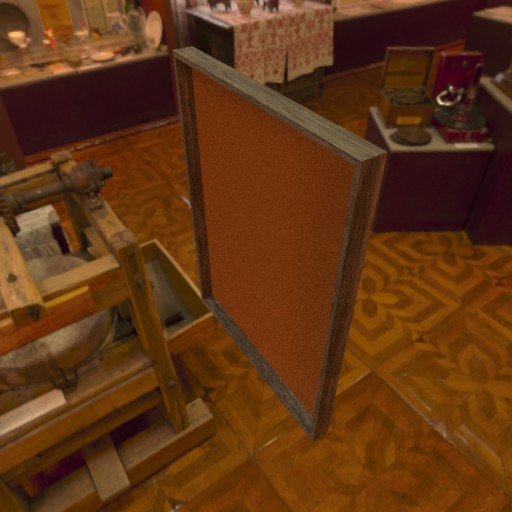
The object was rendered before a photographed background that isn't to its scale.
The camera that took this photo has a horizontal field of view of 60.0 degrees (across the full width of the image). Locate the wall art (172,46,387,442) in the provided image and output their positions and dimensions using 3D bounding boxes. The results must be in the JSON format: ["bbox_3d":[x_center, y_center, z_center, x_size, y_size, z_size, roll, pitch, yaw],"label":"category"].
[{"bbox_3d":[0.000,0.000,1.355,0.063,1.016,0.762,-23,46,-25],"label":"wall art"}]
